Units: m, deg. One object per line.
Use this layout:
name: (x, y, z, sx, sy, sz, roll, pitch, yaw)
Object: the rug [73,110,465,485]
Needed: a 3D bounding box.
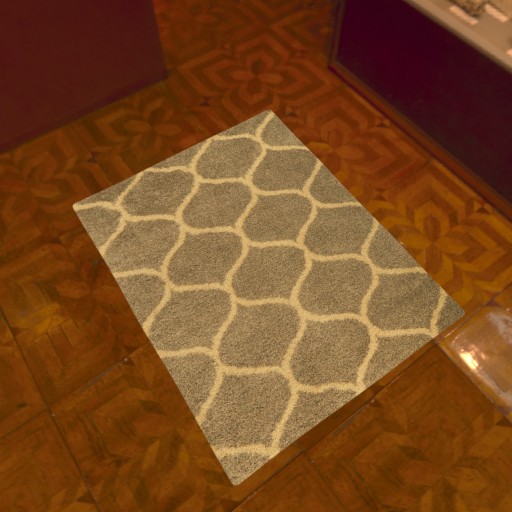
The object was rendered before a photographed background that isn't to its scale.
rug: (0.000, 0.000, 4.131, 2.399, 0.026, 3.000, -31, 65, -16)
